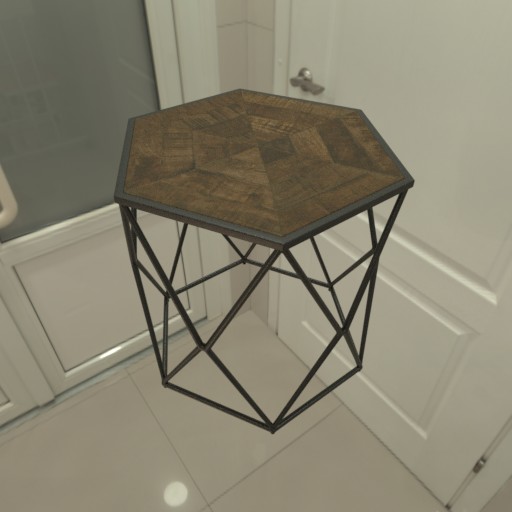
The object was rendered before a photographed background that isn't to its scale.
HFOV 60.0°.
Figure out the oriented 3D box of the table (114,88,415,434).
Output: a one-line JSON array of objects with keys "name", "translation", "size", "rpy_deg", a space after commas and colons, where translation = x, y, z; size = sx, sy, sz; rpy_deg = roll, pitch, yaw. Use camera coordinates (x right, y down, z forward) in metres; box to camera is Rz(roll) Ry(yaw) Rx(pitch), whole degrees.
[{"name": "table", "translation": [0.000, 0.000, 1.036], "size": [0.578, 0.564, 0.579], "rpy_deg": [-26, 47, -27]}]
